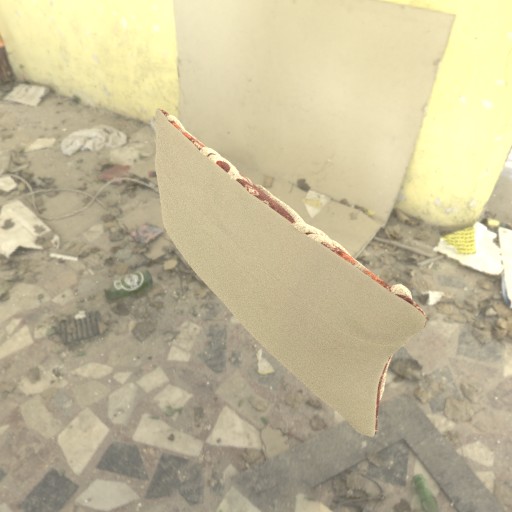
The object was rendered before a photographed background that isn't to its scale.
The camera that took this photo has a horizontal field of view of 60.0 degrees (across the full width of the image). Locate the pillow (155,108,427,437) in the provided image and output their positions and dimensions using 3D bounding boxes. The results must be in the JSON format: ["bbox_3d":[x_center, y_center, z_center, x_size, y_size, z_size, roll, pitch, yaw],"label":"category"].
[{"bbox_3d":[0.000,0.000,0.727,0.161,0.295,0.608,-26,48,-26],"label":"pillow"}]
